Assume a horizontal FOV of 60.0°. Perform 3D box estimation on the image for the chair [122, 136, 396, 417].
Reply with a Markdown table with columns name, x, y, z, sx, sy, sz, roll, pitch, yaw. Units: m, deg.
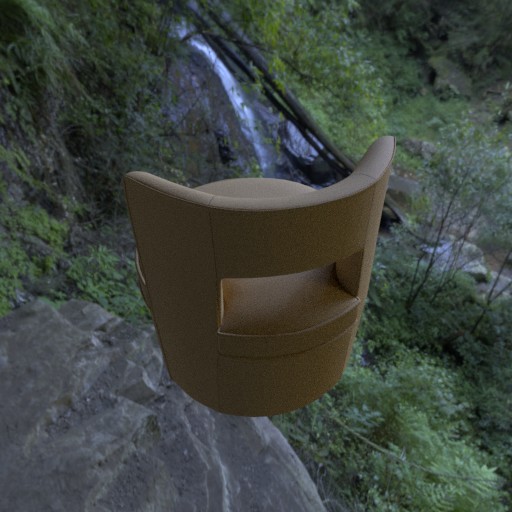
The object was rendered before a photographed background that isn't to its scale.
| name | x | y | z | sx | sy | sz | roll | pitch | yaw |
| --- | --- | --- | --- | --- | --- | --- | --- | --- | --- |
| chair | 0.000 | 0.000 | 1.238 | 0.650 | 0.723 | 0.665 | -11 | 41 | -13 |
